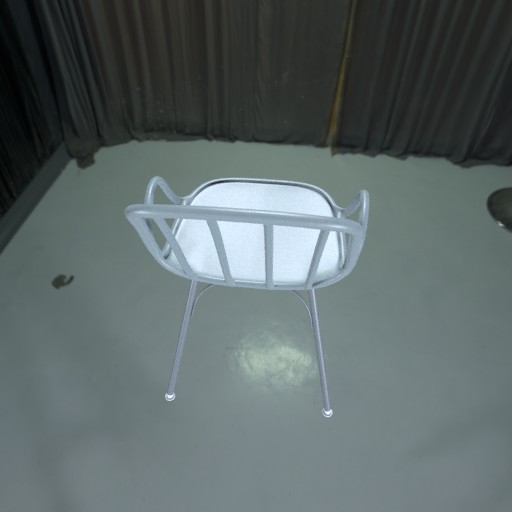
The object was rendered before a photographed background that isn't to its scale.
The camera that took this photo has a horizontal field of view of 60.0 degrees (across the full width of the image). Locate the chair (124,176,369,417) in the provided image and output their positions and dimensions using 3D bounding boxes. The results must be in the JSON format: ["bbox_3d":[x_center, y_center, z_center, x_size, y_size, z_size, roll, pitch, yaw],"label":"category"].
[{"bbox_3d":[0.000,0.000,1.219,0.549,0.816,0.597,4,46,4],"label":"chair"}]
